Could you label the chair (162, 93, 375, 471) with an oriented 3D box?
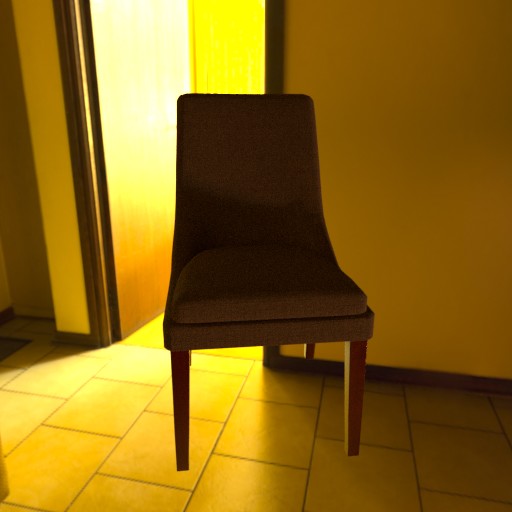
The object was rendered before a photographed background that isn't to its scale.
[{"bbox_3d":[0.000,0.000,1.325,0.508,0.952,0.655,-2,16,-7],"label":"chair"}]
